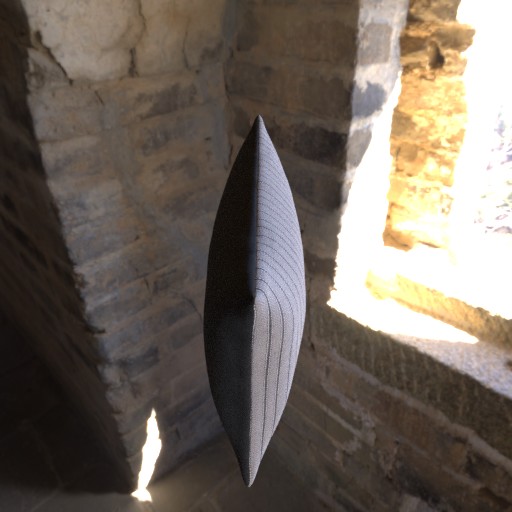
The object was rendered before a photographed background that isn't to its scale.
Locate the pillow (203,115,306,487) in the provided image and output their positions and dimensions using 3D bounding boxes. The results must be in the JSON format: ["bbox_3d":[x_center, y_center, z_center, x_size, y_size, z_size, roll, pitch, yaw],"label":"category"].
[{"bbox_3d":[0.000,0.000,0.727,0.151,0.305,0.609,0,32,1],"label":"pillow"}]
